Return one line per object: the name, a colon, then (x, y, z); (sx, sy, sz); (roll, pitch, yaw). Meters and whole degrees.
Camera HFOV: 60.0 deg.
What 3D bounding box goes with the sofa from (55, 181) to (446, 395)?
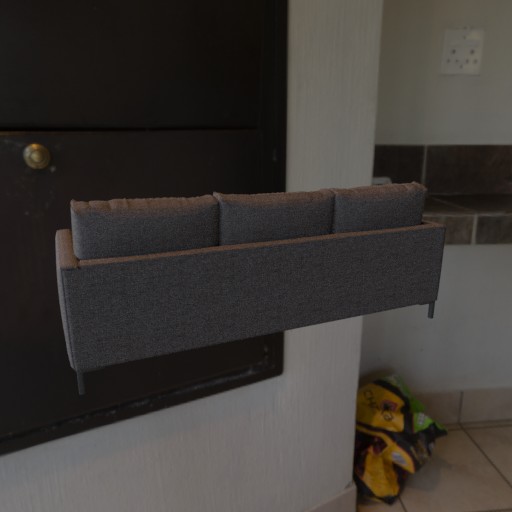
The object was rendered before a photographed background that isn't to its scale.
sofa: (0.000, 0.000, 2.746); (2.253, 0.882, 0.876); (-7, 17, -23)
